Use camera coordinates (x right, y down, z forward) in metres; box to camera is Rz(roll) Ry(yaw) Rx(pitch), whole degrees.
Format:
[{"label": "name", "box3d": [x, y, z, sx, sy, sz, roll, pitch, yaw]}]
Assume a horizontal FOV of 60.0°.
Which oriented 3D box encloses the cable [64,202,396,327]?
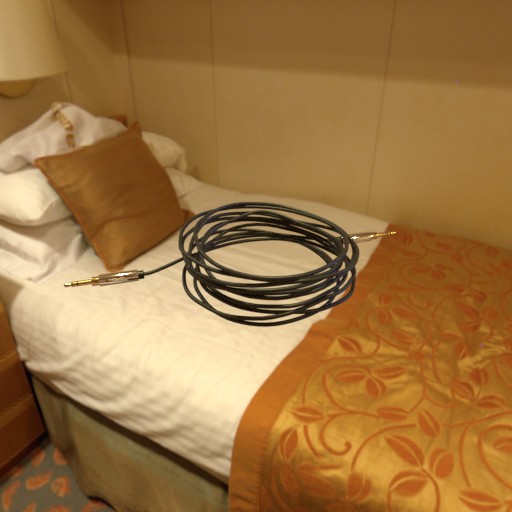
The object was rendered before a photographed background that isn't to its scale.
[{"label": "cable", "box3d": [0.000, 0.000, 0.509, 0.432, 0.069, 0.198, -8, 31, -13]}]
